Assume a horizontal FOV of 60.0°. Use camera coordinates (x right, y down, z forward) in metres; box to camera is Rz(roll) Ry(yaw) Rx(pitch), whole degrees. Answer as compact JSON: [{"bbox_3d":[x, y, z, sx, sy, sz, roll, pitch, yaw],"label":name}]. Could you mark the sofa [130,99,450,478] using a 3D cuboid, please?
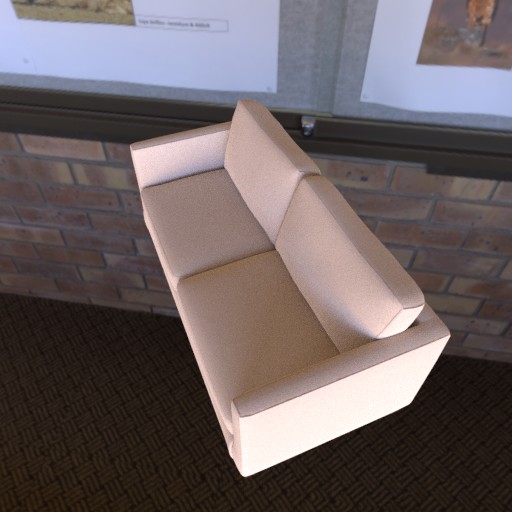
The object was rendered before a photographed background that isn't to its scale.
[{"bbox_3d":[0.000,0.000,2.221,0.873,0.888,1.722,-17,49,-15],"label":"sofa"}]
